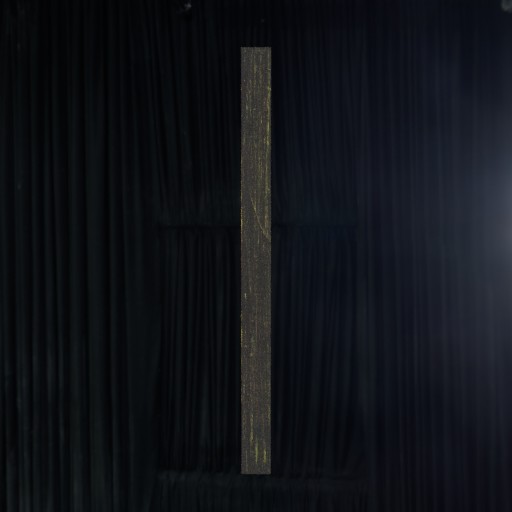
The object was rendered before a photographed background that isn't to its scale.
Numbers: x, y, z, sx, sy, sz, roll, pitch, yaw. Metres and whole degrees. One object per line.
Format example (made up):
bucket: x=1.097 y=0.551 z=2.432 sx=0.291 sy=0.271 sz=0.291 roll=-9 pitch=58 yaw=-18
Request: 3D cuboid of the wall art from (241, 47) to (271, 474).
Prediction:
wall art: x=0.000 y=0.000 z=0.753 sx=0.032 sy=0.457 sz=0.558 roll=0 pitch=2 yaw=0
